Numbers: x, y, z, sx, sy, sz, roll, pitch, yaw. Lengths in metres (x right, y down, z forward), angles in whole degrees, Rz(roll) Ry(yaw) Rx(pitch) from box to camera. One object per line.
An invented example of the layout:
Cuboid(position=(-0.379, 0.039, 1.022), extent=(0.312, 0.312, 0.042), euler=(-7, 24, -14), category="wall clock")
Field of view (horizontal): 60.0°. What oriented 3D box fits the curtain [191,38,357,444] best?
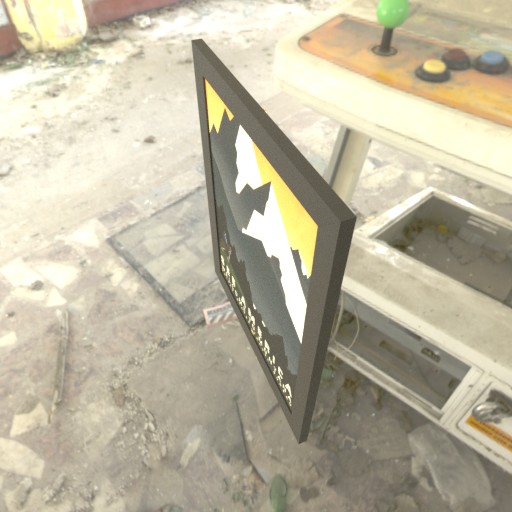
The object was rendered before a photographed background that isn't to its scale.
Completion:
Cuboid(position=(0.000, 0.000, 0.802), extent=(0.027, 0.585, 0.483), euler=(-17, 49, -16), category="curtain")
